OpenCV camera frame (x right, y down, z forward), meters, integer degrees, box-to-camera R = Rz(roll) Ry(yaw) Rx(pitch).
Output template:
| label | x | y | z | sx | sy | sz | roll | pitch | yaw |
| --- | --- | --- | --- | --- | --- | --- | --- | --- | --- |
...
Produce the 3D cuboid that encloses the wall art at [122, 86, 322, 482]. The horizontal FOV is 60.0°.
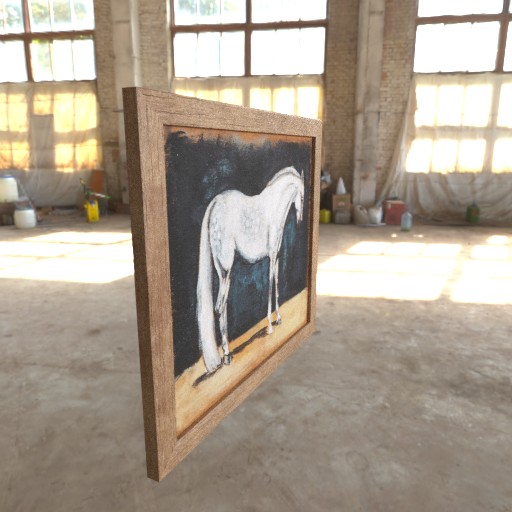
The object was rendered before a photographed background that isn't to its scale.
| label | x | y | z | sx | sy | sz | roll | pitch | yaw |
| --- | --- | --- | --- | --- | --- | --- | --- | --- | --- |
| wall art | 0.000 | 0.000 | 0.932 | 0.026 | 0.588 | 0.690 | 7 | 15 | 27 |
